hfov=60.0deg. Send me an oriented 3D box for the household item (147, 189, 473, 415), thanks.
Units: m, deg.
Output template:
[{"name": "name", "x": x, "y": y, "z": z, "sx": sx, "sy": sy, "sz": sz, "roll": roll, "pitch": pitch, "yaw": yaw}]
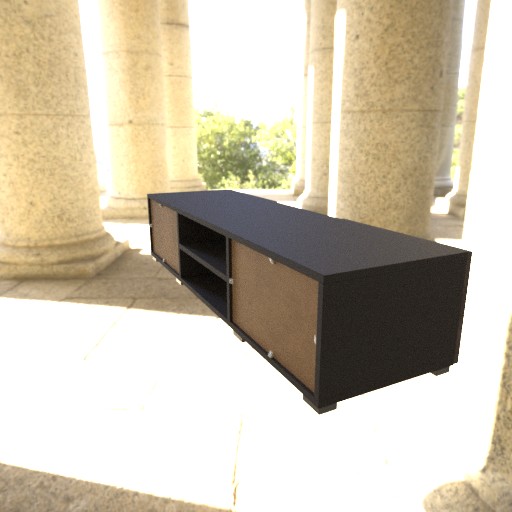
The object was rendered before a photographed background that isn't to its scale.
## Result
[{"name": "household item", "x": 0.000, "y": 0.000, "z": 1.578, "sx": 0.420, "sy": 0.310, "sz": 1.400, "roll": -8, "pitch": 17, "yaw": -26}]
